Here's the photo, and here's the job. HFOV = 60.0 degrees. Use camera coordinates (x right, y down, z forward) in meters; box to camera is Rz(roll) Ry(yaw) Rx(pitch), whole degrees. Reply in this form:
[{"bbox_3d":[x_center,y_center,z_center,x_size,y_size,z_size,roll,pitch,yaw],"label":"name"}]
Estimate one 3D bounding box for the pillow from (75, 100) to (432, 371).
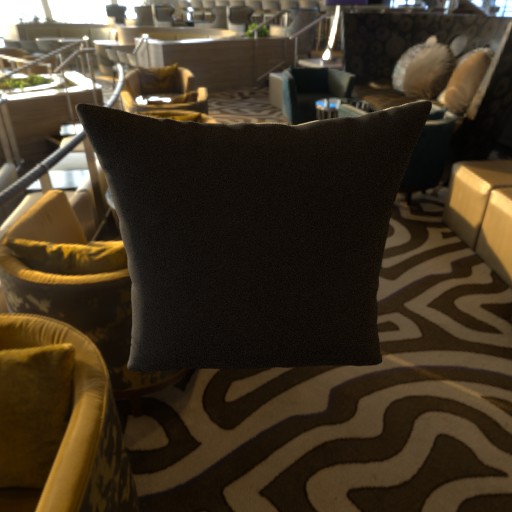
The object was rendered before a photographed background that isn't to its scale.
[{"bbox_3d":[0.000,0.000,0.760,0.511,0.509,0.161,-1,30,-2],"label":"pillow"}]
